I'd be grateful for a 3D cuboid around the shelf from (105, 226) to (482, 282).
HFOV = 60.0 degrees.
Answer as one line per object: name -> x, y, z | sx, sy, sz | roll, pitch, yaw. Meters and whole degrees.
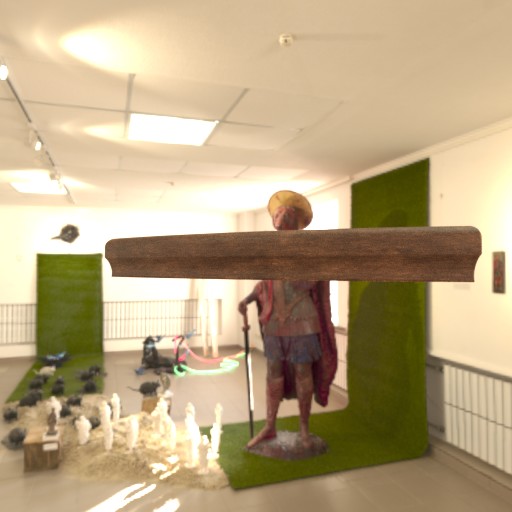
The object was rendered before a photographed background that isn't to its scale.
shelf -> 0.000, 0.000, 0.479 | 0.310, 0.050, 0.310 | 0, -1, -19
